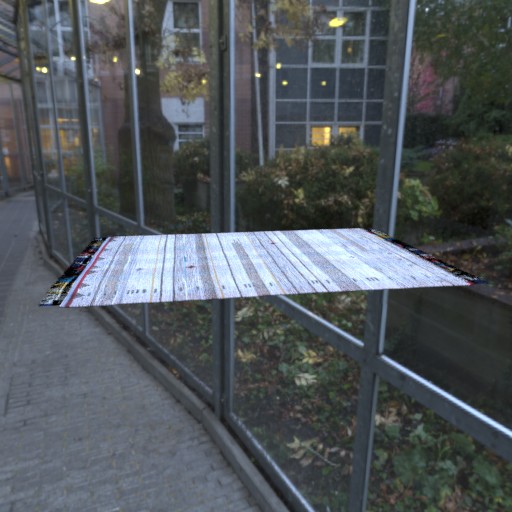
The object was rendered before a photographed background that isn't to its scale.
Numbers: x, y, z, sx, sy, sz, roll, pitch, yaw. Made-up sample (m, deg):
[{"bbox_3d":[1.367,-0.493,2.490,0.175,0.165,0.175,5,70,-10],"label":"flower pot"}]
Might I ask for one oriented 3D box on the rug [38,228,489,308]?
[{"bbox_3d":[0.000,0.000,2.314,1.848,0.012,1.217,-2,15,-9],"label":"rug"}]
